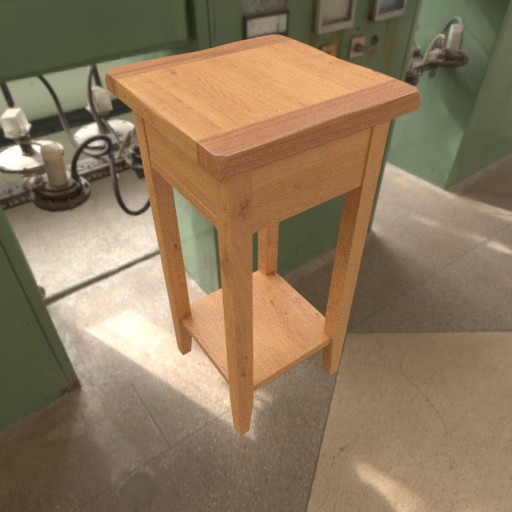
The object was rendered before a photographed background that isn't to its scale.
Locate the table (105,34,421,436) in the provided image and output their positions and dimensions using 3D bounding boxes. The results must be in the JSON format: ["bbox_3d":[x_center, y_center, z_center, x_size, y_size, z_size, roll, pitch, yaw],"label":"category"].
[{"bbox_3d":[0.000,0.000,0.939,0.360,0.740,0.360,-25,47,-26],"label":"table"}]
